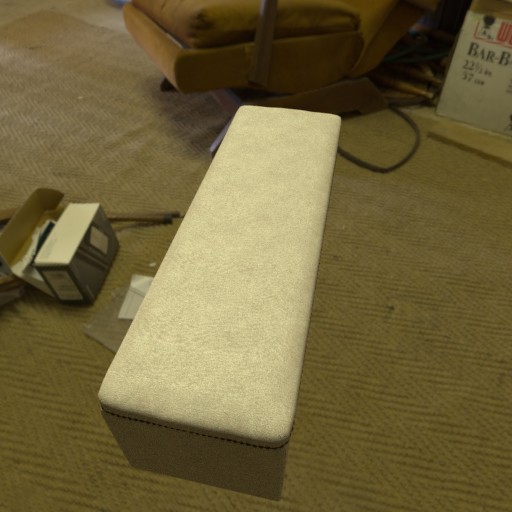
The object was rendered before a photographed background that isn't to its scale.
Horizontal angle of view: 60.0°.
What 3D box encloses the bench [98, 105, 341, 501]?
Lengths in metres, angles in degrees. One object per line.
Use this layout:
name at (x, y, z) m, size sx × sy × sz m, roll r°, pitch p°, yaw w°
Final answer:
bench at (0.000, 0.000, 1.636) m, size 0.470 × 0.447 × 1.482 m, roll 9°, pitch 47°, yaw 8°
